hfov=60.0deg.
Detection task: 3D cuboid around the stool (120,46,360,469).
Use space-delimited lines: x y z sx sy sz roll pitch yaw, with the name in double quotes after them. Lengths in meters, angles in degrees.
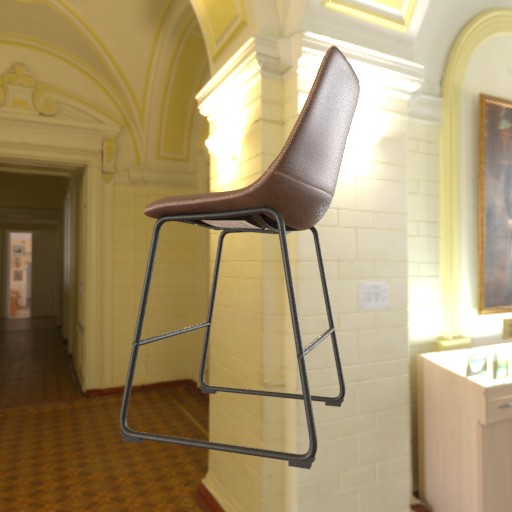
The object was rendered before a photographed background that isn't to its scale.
0.000 0.000 1.190 0.550 0.890 0.460 0 -1 19 "stool"
